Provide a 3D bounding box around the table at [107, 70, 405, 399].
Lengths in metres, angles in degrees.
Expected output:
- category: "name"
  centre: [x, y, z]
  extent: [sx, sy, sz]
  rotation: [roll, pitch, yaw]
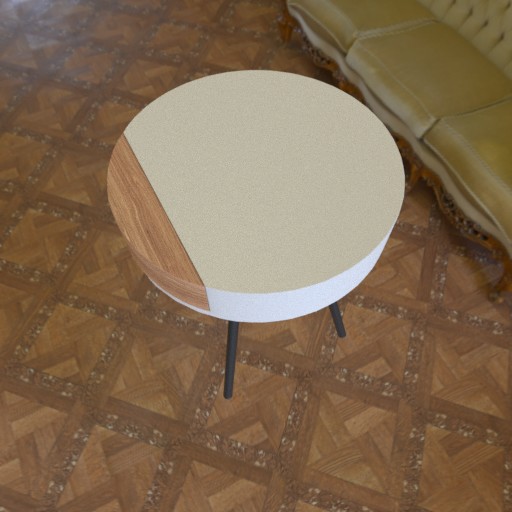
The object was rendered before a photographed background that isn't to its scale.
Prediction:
- category: "table"
  centre: [0.000, 0.000, 0.877]
  extent: [0.450, 0.525, 0.450]
  rotation: [0, 58, 0]
